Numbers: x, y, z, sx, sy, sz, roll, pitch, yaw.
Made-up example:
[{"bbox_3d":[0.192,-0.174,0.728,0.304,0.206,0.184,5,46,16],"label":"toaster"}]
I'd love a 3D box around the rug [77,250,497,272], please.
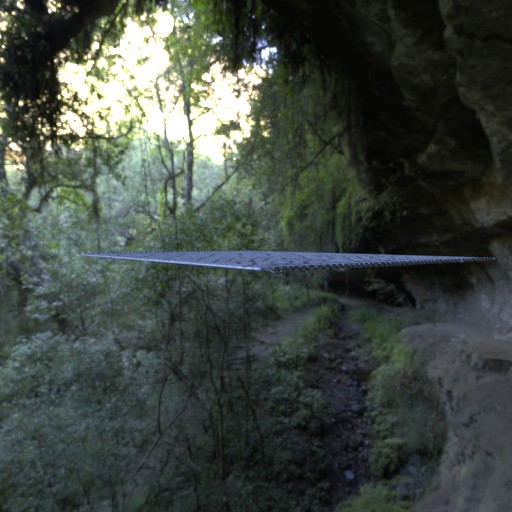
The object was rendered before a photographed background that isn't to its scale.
[{"bbox_3d":[0.000,0.000,2.888,1.613,0.017,2.312,-1,2,-37],"label":"rug"}]
